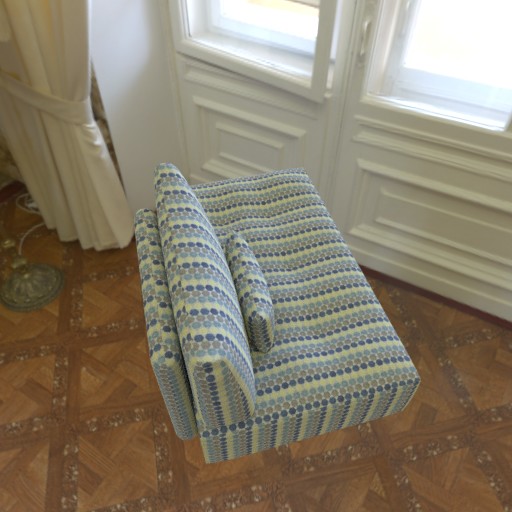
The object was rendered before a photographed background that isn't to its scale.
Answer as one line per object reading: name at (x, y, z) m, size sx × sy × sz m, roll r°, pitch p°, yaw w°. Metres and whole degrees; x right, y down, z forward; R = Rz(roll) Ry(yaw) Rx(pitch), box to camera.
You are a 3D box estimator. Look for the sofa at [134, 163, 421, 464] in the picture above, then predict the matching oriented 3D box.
sofa at (0.000, 0.000, 2.035) m, size 1.000 × 0.820 × 1.450 m, roll -11°, pitch 49°, yaw -10°
